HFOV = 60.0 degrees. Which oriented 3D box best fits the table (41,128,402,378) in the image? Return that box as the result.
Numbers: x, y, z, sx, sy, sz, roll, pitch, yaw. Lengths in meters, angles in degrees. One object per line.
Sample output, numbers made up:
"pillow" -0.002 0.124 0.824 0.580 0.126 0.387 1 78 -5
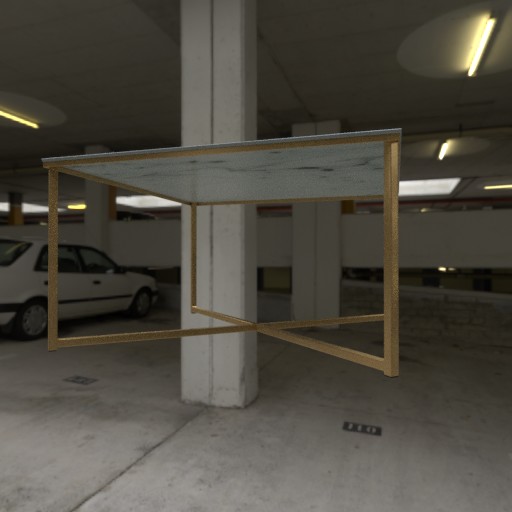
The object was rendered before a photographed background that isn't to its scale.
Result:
"table" 0.000 0.000 1.294 0.800 0.450 0.800 0 0 18
